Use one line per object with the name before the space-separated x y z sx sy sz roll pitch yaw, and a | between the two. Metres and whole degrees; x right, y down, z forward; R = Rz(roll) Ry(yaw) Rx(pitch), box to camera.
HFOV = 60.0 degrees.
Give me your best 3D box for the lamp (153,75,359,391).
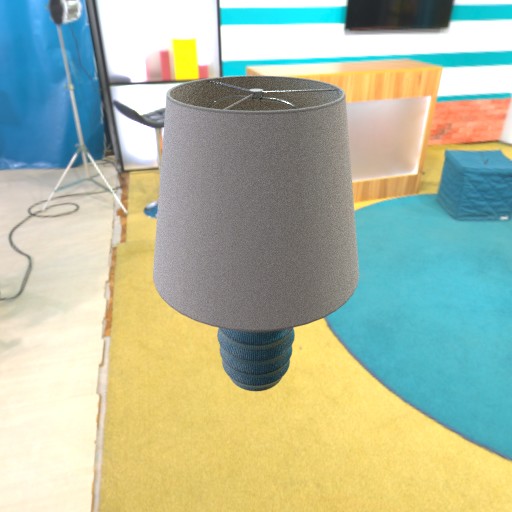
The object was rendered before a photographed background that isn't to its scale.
lamp | 0.000 0.000 0.550 0.254 0.392 0.254 0 31 0
